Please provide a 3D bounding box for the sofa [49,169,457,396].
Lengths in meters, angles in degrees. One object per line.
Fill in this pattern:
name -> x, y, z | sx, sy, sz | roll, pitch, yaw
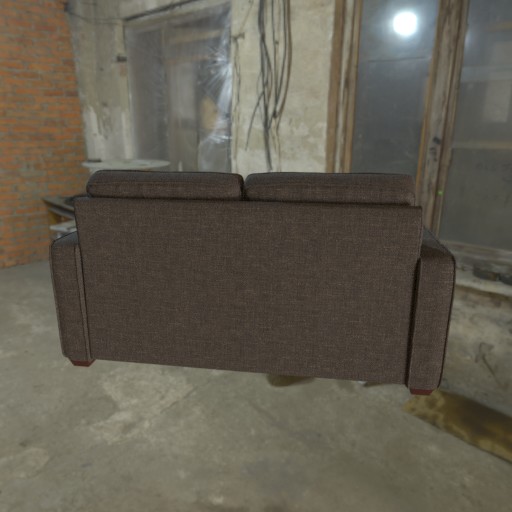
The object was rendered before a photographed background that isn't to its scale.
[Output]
sofa -> 0.000, 0.000, 2.266 | 1.709, 0.918, 0.947 | 2, 17, 8
